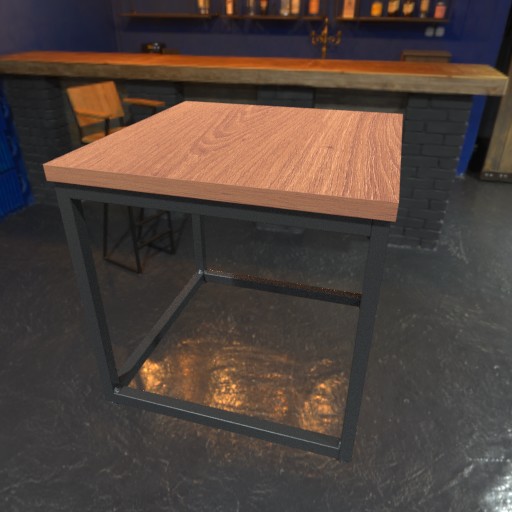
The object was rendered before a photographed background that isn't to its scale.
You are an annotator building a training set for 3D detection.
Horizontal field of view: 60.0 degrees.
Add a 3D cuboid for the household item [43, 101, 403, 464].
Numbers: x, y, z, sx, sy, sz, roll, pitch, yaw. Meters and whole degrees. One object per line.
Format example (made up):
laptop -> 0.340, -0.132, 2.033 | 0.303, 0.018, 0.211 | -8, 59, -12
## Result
household item -> 0.000, 0.000, 0.733 | 0.400, 0.400, 0.400 | 8, 31, 14
